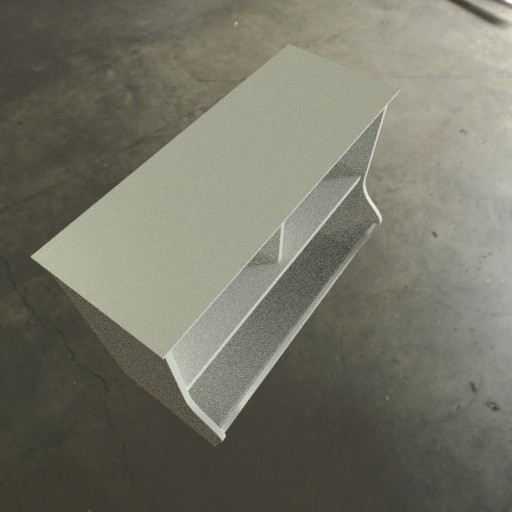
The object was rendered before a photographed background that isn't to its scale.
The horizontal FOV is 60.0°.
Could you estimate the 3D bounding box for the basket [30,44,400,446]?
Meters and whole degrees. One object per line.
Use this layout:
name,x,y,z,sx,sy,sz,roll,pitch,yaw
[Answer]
basket,0.000,0.000,1.134,0.376,0.625,0.792,31,62,19
